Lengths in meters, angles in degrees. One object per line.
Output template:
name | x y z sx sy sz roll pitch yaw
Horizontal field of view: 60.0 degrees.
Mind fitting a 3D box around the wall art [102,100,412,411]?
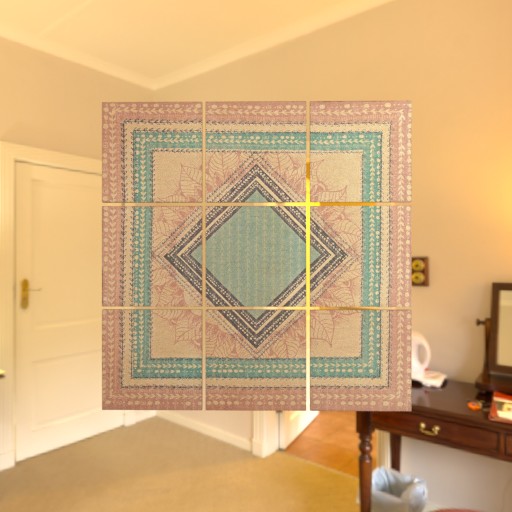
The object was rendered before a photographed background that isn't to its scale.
wall art | 0.000 0.000 1.746 1.215 1.213 0.013 0 0 1
